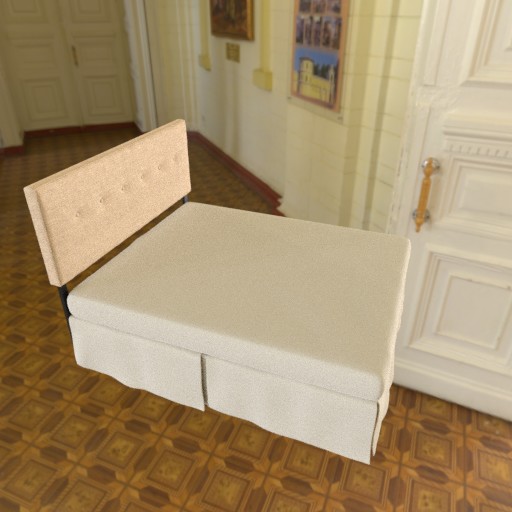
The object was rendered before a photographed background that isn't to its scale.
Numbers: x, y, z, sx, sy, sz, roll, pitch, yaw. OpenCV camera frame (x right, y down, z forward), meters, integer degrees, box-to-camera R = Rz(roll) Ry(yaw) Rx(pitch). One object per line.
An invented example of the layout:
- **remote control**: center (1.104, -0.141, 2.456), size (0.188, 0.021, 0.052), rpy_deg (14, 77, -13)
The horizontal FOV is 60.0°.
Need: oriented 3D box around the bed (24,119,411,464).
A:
- **bed**: center (0.000, 0.000, 2.931), size (1.978, 1.270, 1.643), rpy_deg (11, 32, 18)
